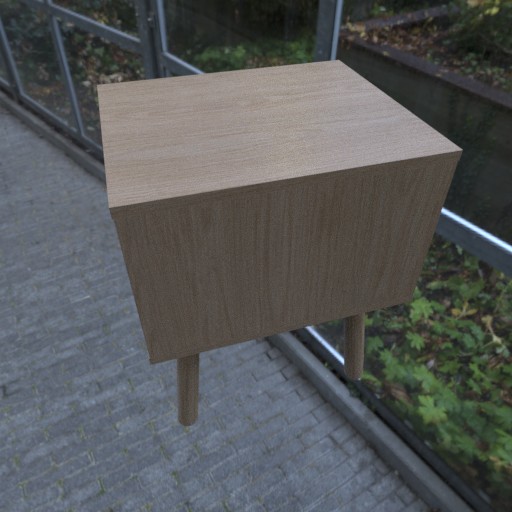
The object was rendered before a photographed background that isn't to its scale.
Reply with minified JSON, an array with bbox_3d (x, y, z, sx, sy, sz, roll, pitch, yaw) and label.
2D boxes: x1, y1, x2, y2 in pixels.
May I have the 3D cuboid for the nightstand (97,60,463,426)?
[{"bbox_3d":[0.000,0.000,0.855,0.450,0.571,0.380,-11,42,-13],"label":"nightstand"}]
